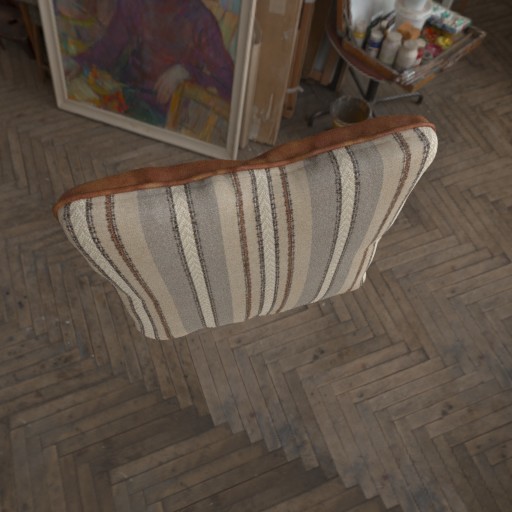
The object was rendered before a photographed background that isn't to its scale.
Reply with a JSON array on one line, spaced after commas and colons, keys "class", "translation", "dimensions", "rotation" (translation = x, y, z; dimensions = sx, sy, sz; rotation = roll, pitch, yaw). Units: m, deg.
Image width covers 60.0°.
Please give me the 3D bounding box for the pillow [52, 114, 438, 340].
[{"class": "pillow", "translation": [0.000, 0.000, 0.735], "dimensions": [0.489, 0.490, 0.130], "rotation": [-13, 64, -6]}]
